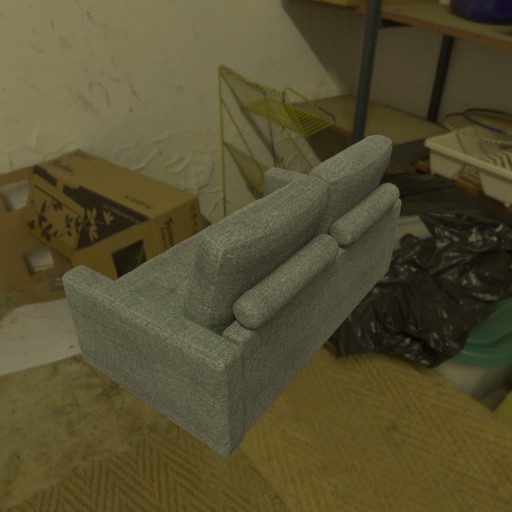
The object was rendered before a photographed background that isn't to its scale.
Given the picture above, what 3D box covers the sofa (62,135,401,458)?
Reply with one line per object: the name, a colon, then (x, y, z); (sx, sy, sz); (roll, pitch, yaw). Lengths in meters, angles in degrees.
sofa: (0.000, 0.000, 1.974); (0.842, 0.907, 1.407); (21, 37, 30)
